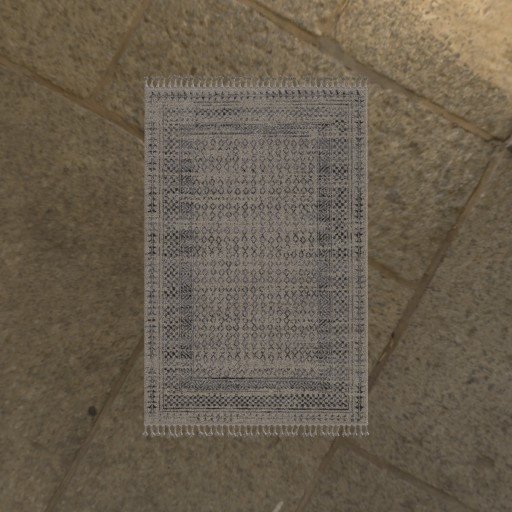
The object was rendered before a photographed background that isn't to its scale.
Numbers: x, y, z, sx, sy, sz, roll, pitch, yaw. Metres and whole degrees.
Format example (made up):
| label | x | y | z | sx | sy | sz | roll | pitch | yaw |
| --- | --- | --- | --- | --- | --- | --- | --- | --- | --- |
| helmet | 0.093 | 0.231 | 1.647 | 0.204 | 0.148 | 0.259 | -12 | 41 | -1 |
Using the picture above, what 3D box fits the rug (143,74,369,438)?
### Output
| label | x | y | z | sx | sy | sz | roll | pitch | yaw |
| --- | --- | --- | --- | --- | --- | --- | --- | --- | --- |
| rug | 0.000 | 0.000 | 3.027 | 1.548 | 0.013 | 2.486 | 0 | 90 | 0 |
